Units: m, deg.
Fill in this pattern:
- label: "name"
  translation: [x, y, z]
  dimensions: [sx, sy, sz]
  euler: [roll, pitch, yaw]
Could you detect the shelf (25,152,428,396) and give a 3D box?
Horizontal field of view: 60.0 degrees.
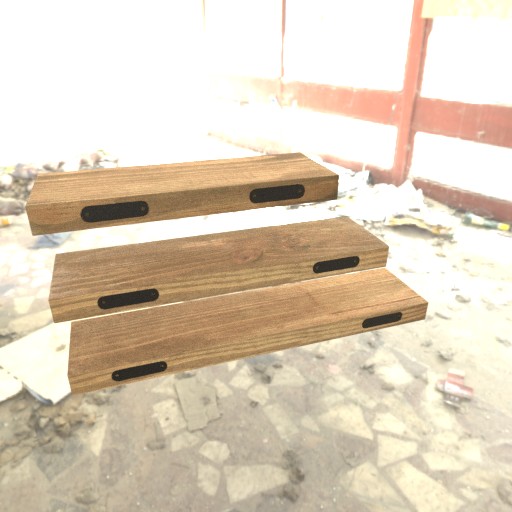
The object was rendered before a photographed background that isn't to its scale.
- label: "shelf"
  translation: [0.000, 0.000, 0.723]
  dimensions: [0.610, 0.293, 0.140]
  euler: [-9, 28, -16]
